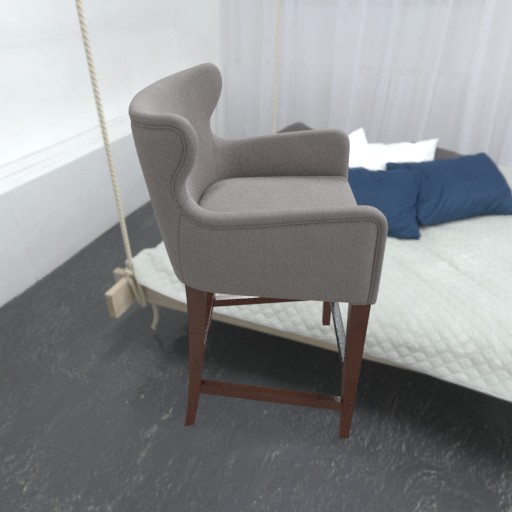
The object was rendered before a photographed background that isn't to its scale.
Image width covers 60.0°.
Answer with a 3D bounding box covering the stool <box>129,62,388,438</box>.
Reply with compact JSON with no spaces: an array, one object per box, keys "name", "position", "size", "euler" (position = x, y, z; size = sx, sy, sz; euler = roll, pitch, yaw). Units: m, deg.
[{"name":"stool","position":[0.000,0.000,1.284],"size":[0.575,0.951,0.575],"euler":[1,33,1]}]
